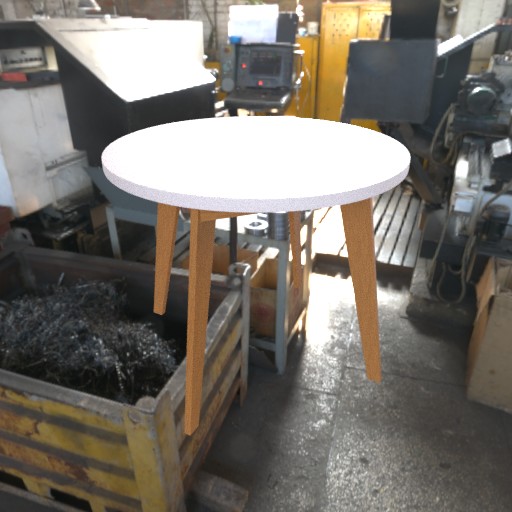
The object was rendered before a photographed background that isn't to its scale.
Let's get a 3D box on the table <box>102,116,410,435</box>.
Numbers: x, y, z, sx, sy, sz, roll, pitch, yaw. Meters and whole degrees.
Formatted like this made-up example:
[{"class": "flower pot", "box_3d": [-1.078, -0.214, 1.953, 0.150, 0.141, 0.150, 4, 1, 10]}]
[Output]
[{"class": "table", "box_3d": [0.000, 0.000, 1.524, 0.896, 0.762, 0.896, 0, 28, 0]}]
